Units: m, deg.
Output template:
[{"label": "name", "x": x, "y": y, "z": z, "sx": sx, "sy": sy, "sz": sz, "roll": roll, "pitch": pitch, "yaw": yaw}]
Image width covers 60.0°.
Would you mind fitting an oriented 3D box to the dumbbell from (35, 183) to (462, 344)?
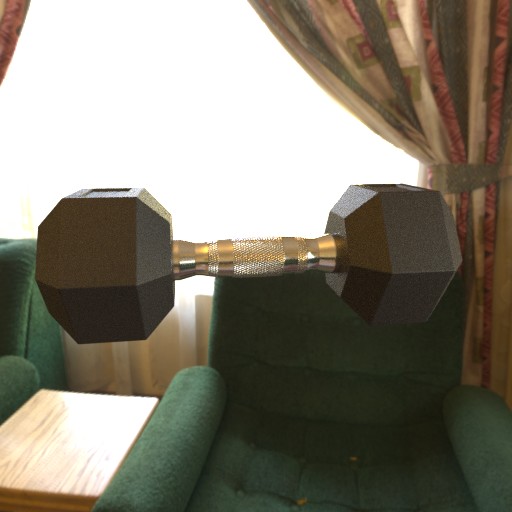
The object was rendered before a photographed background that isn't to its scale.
[{"label": "dumbbell", "x": 0.000, "y": 0.000, "z": 0.339, "sx": 0.297, "sy": 0.101, "sz": 0.116, "roll": -2, "pitch": 15, "yaw": -8}]
